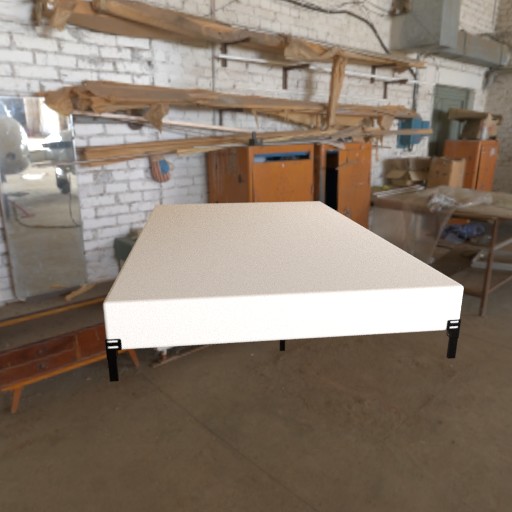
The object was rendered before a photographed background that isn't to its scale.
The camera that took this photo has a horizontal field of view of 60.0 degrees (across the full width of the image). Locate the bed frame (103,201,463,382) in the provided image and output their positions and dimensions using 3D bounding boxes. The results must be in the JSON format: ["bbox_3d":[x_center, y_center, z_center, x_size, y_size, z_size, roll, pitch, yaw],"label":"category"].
[{"bbox_3d":[0.000,0.000,3.779,1.930,0.440,2.987,-2,16,-7],"label":"bed frame"}]
